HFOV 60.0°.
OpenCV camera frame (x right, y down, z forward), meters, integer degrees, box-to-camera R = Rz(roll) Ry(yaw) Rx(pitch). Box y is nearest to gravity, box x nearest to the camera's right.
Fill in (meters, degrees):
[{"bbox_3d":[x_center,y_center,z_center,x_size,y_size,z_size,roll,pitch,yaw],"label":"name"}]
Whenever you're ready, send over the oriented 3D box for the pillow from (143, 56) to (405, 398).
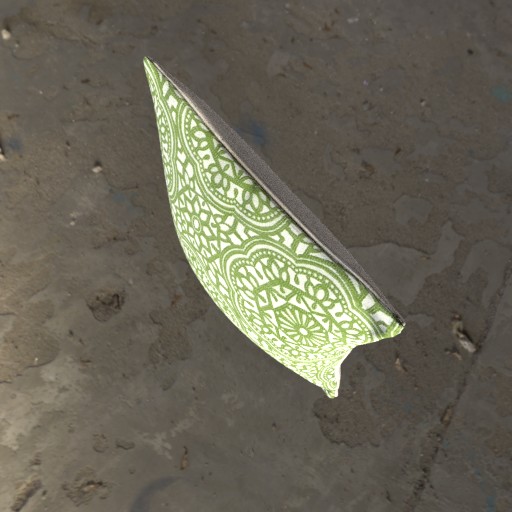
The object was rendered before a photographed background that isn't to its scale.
[{"bbox_3d":[0.000,0.000,0.652,0.162,0.419,0.440,-35,69,-15],"label":"pillow"}]
